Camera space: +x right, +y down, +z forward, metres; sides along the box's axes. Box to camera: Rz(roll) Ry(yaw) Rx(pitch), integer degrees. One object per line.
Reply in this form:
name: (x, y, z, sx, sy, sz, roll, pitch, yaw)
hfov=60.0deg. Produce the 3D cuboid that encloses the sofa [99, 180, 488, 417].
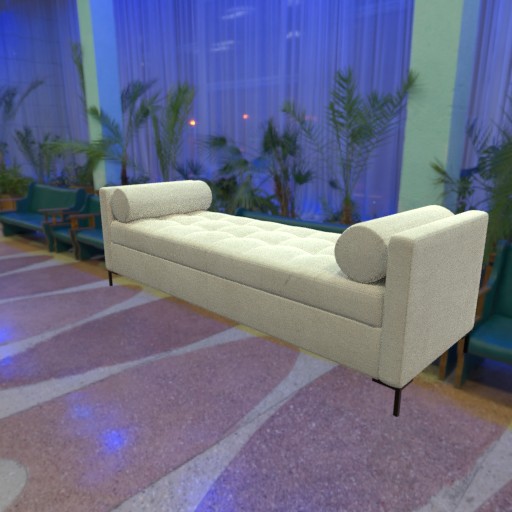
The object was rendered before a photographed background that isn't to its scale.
sofa: (0.000, 0.000, 2.300, 1.981, 0.635, 0.686, 14, 20, 42)
